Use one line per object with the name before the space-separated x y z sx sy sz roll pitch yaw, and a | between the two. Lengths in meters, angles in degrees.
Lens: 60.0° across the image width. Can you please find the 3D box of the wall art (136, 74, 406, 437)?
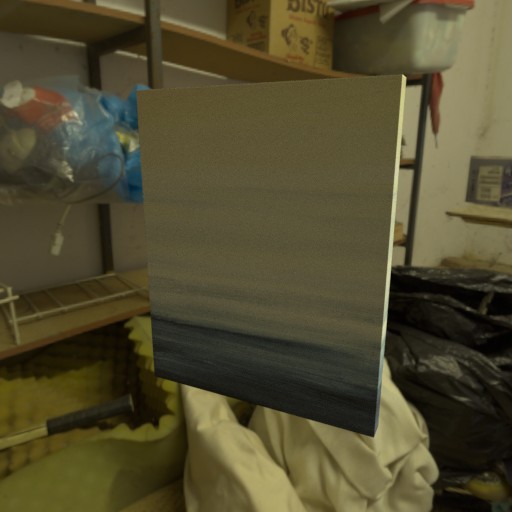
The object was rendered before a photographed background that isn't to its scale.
wall art | 0.000 0.000 0.838 0.489 0.608 0.040 7 16 25
